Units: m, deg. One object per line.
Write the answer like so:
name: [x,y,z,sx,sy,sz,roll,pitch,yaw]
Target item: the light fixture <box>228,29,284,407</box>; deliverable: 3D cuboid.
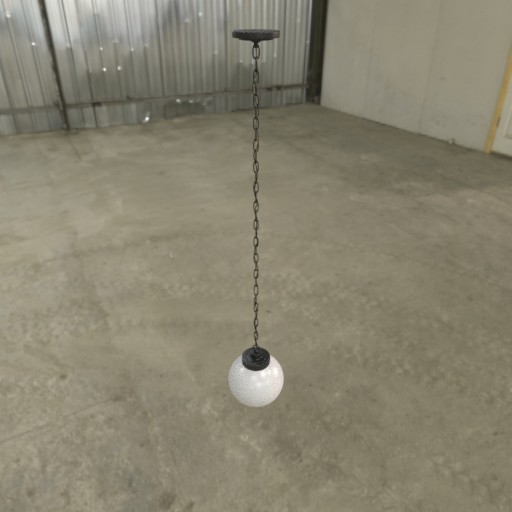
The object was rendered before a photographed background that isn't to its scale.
light fixture: [0.000,0.000,2.056,0.305,1.867,0.304,0,30,1]
